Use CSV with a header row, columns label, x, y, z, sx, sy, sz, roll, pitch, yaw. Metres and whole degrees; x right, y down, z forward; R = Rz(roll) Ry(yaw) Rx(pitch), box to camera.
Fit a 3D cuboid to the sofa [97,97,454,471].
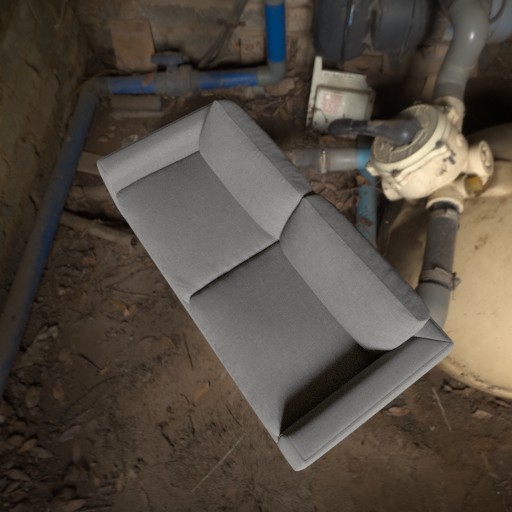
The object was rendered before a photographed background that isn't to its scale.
label,x,y,z,sx,sy,sz,roll,pitch,yaw
sofa,0.000,0.000,2.772,1.070,0.801,2.262,-32,67,-15
